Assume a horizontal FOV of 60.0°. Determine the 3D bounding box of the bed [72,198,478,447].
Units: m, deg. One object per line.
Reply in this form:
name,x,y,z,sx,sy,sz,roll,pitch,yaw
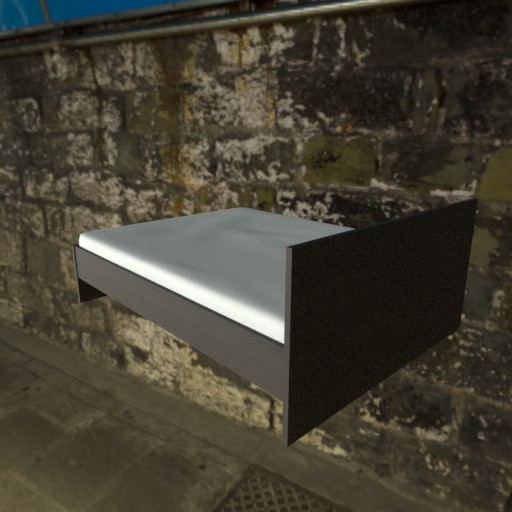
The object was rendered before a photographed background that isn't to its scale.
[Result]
bed,0.000,0.000,2.888,1.585,0.823,2.073,-15,22,-41
